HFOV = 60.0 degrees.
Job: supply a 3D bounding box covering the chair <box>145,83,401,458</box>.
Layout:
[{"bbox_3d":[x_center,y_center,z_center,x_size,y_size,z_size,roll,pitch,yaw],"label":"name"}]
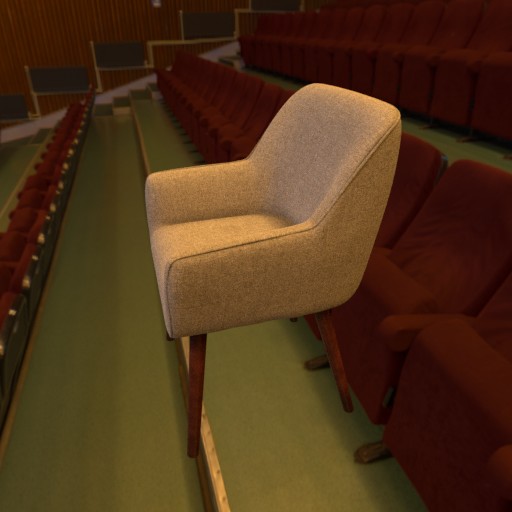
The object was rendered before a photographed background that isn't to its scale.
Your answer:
[{"bbox_3d":[0.000,0.000,1.168,0.519,0.803,0.543,-8,29,-14],"label":"chair"}]
